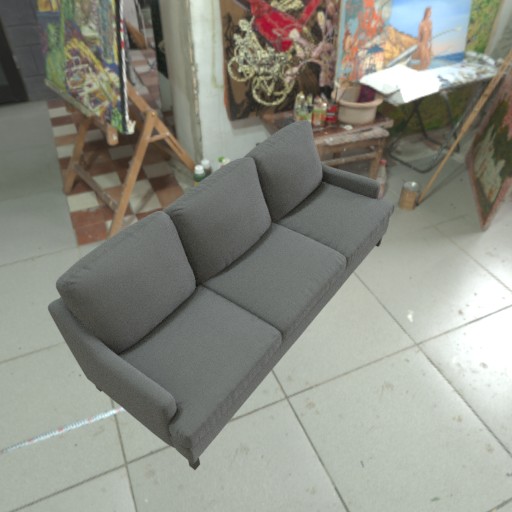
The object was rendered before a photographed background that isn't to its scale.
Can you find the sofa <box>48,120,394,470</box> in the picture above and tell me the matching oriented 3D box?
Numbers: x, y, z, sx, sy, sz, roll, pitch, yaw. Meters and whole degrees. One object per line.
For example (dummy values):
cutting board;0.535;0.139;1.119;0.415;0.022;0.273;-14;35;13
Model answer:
sofa;0.000;0.000;2.912;0.987;0.926;2.344;27;49;26
